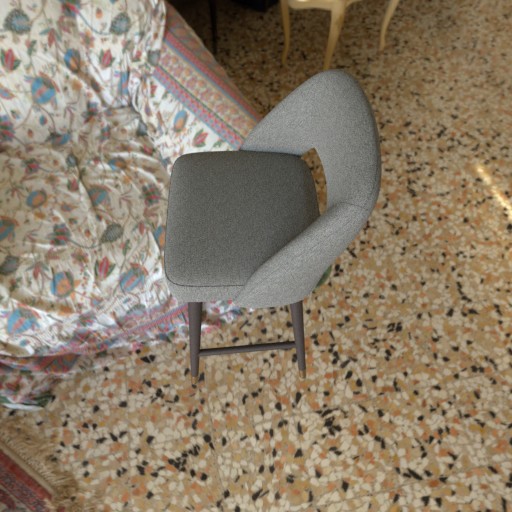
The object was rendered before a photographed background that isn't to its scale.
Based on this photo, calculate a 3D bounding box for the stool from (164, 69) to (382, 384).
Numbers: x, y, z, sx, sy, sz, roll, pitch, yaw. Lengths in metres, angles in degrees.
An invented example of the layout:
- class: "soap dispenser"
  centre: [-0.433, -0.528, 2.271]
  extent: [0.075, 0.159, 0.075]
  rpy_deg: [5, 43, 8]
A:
- class: "stool"
  centre: [0.000, 0.000, 1.395]
  extent: [0.524, 1.089, 0.536]
  rpy_deg: [-2, 57, -1]
